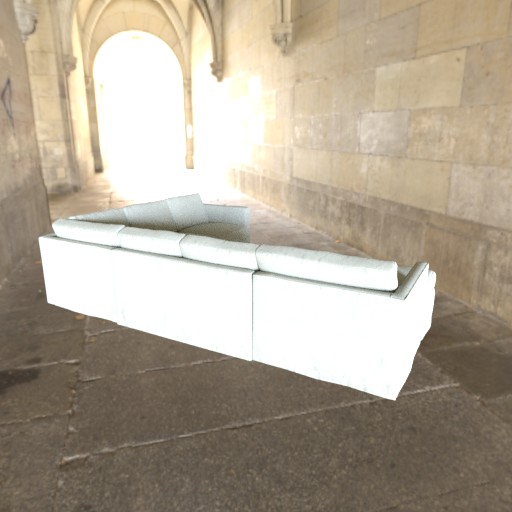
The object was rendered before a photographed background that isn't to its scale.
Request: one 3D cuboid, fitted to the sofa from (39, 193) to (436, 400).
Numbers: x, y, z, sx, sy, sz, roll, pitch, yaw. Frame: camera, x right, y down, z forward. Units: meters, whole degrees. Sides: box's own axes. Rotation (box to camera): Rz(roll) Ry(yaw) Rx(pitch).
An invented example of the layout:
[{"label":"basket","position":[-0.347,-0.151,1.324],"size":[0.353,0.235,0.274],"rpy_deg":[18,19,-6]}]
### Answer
[{"label":"sofa","position":[0.000,0.000,4.510],"size":[3.434,0.869,2.440],"rpy_deg":[9,18,28]}]
